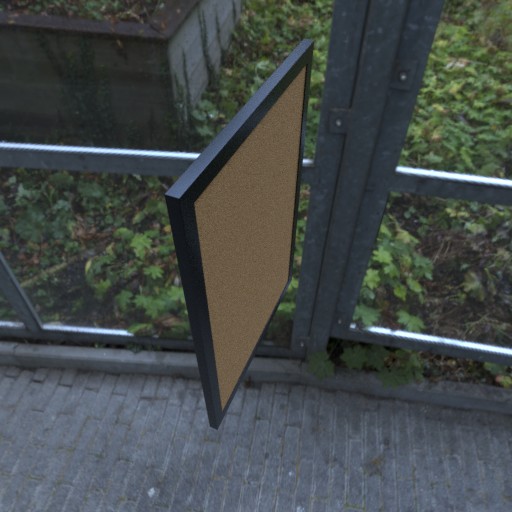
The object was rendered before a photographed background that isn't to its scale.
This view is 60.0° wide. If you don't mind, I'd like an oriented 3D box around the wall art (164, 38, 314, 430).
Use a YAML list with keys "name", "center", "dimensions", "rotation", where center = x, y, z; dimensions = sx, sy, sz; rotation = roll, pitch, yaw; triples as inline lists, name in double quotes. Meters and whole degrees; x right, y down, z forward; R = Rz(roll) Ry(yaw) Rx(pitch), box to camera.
- name: "wall art"
  center: [0.000, 0.000, 0.871]
  dimensions: [0.019, 0.656, 0.462]
  rotation: [18, 50, 16]
